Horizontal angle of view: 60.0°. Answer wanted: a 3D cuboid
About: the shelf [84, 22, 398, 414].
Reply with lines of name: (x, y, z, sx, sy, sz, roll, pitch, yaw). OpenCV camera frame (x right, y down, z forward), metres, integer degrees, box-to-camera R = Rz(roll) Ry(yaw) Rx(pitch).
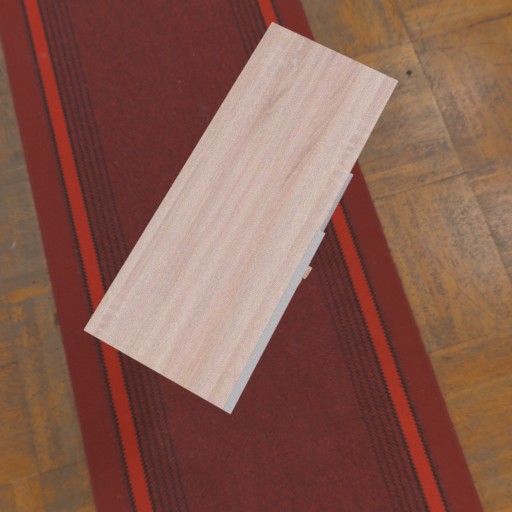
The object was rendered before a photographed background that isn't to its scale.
shelf: (0.000, 0.000, 1.849, 0.434, 1.405, 0.995, 28, 79, 6)
